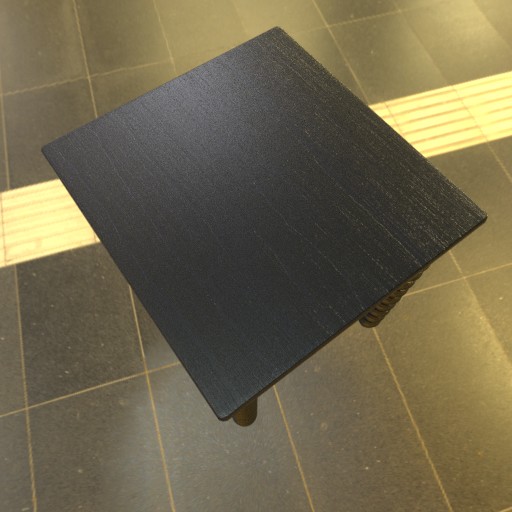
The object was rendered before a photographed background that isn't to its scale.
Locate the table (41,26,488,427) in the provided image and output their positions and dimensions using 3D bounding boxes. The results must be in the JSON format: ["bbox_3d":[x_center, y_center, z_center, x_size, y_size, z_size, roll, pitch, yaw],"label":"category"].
[{"bbox_3d":[0.000,0.000,0.959,0.500,0.567,0.533,-34,69,-15],"label":"table"}]
